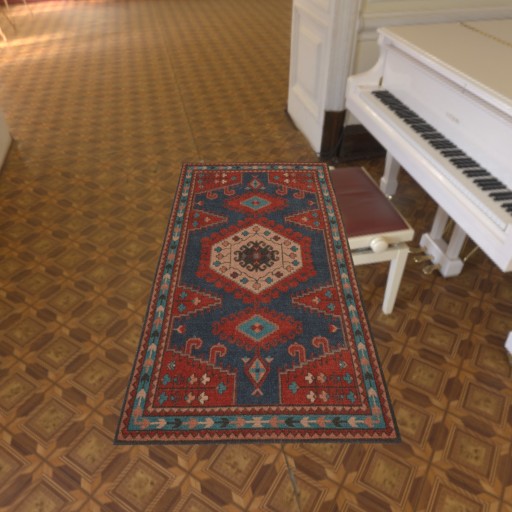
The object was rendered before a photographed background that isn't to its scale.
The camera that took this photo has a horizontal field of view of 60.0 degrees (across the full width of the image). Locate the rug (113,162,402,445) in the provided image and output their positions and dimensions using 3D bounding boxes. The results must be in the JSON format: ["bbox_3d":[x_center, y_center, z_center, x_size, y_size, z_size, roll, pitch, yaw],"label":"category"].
[{"bbox_3d":[0.000,0.000,3.476,1.522,0.034,3.032,0,40,0],"label":"rug"}]
